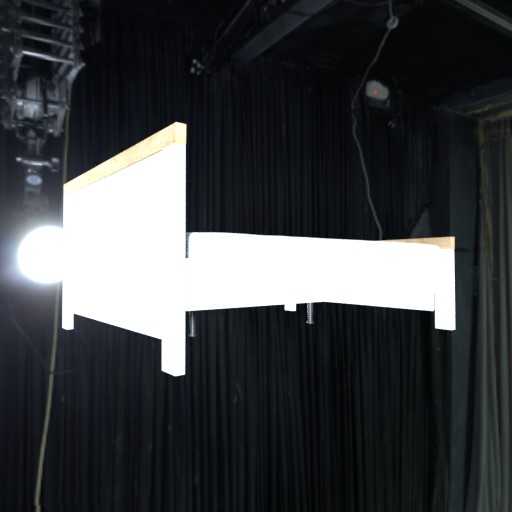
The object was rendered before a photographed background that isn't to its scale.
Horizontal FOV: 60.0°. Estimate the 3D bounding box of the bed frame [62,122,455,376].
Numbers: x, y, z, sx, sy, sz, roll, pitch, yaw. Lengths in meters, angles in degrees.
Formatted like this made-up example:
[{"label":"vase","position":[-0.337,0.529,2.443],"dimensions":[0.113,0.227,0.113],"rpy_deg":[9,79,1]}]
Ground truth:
[{"label":"bed frame","position":[0.000,0.000,2.988],"dimensions":[2.050,0.980,1.670],"rpy_deg":[1,-2,-37]}]
